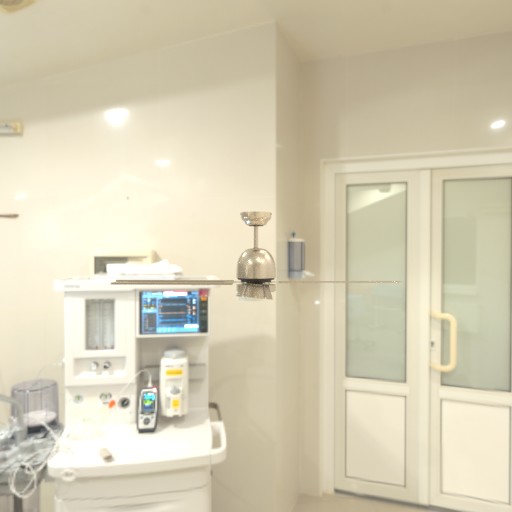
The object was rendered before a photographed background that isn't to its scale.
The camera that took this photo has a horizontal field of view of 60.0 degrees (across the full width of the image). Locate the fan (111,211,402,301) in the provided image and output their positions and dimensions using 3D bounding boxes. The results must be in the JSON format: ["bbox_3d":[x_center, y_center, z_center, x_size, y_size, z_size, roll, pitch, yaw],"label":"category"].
[{"bbox_3d":[0.000,0.000,2.088,1.346,0.406,1.346,0,1,-1],"label":"fan"}]
